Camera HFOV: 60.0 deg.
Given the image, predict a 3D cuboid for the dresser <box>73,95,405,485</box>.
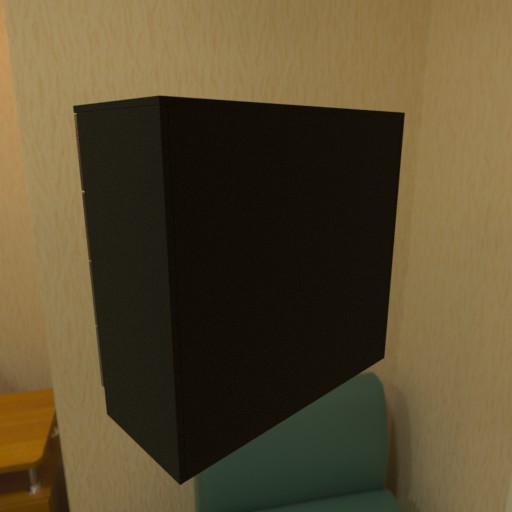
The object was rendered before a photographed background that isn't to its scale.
[{"bbox_3d":[0.000,0.000,1.148,0.750,0.720,0.360,-14,20,-42],"label":"dresser"}]
